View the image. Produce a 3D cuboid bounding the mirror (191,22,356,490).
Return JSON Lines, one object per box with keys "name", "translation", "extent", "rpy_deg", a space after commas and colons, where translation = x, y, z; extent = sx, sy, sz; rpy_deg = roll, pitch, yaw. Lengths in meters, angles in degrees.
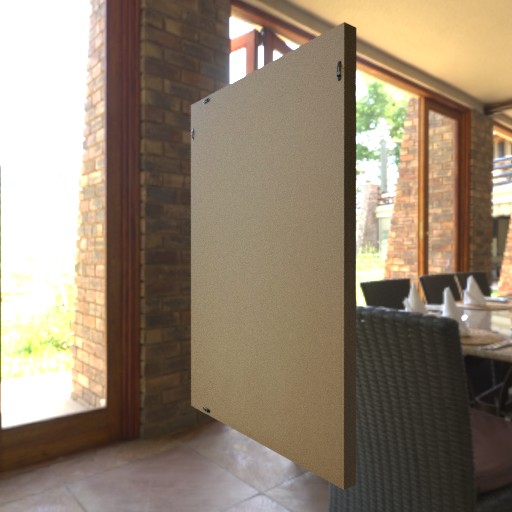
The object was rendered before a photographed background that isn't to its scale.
{"name": "mirror", "translation": [0.000, 0.000, 1.117], "extent": [0.041, 0.915, 0.609], "rpy_deg": [0, 0, -37]}
